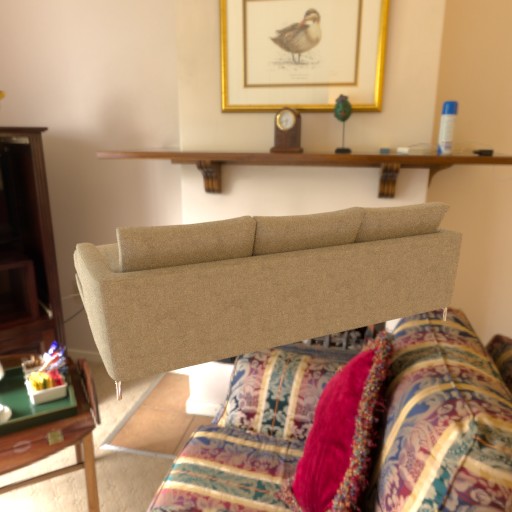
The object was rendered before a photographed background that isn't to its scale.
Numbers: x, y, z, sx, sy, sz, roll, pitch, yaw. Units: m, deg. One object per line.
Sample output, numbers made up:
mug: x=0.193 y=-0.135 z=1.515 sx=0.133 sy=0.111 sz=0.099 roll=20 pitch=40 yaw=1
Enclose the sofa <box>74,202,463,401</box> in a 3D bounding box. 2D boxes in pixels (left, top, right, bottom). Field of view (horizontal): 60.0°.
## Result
sofa: x=0.000 y=0.000 z=3.246 sx=2.438 sy=0.864 sz=1.626 roll=-7 pitch=17 yaw=-25
